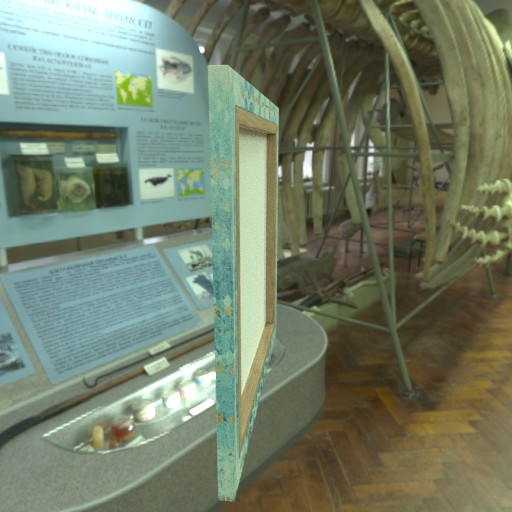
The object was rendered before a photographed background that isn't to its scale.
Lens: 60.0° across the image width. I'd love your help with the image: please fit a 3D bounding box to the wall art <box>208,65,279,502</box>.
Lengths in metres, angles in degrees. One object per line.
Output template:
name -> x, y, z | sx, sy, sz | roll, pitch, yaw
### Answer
wall art -> 0.000, 0.000, 1.330 | 0.040, 0.916, 0.916 | 2, 14, 8
